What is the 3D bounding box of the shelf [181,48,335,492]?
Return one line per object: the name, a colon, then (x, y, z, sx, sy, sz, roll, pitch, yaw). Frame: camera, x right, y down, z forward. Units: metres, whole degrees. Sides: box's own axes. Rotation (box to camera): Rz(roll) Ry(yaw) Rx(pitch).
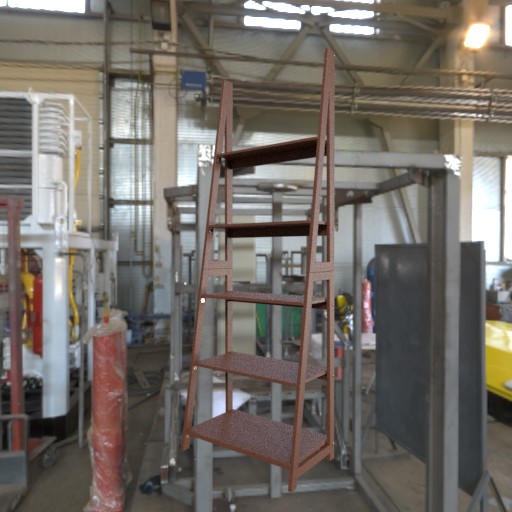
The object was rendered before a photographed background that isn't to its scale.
shelf: (0.000, 0.000, 1.974, 0.600, 1.770, 0.350, 0, 1, 37)
